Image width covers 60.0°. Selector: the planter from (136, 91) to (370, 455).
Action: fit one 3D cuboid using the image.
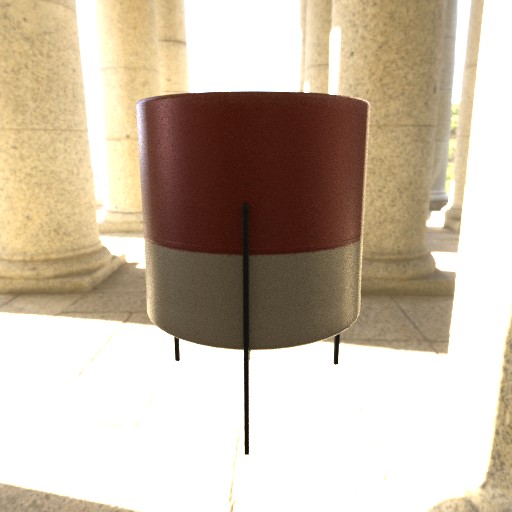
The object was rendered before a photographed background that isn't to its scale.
[{"bbox_3d":[0.000,0.000,0.721,0.354,0.465,0.345,-7,15,-27],"label":"planter"}]
